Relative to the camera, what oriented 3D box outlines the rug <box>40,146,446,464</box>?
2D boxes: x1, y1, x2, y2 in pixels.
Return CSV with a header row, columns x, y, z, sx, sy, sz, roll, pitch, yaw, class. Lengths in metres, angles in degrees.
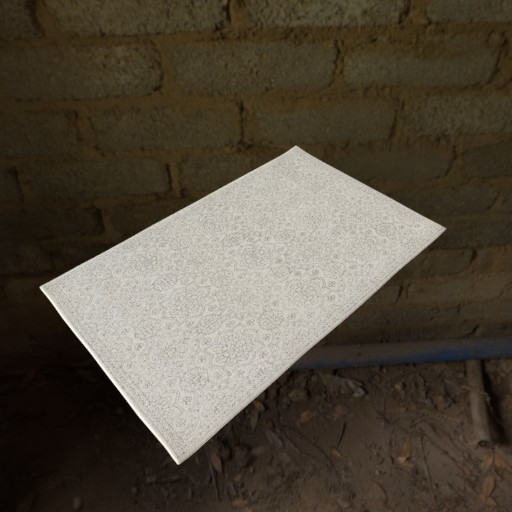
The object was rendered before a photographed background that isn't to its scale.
x,y,z,sx,sy,sz,roll,pitch,yaw,class
0.000,0.000,2.445,1.947,0.023,1.214,-34,55,-29,rug
